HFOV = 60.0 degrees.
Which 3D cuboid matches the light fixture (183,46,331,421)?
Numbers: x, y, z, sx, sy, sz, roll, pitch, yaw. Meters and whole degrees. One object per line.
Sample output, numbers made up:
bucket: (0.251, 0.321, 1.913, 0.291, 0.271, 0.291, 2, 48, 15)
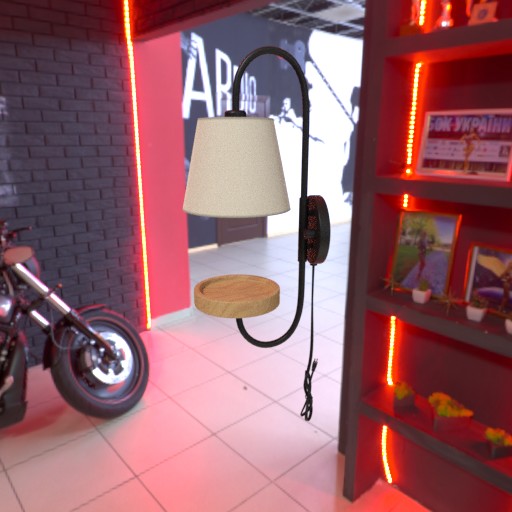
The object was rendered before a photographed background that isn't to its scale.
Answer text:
light fixture: (0.000, 0.000, 0.942, 0.299, 0.821, 0.220, -2, 15, -9)
